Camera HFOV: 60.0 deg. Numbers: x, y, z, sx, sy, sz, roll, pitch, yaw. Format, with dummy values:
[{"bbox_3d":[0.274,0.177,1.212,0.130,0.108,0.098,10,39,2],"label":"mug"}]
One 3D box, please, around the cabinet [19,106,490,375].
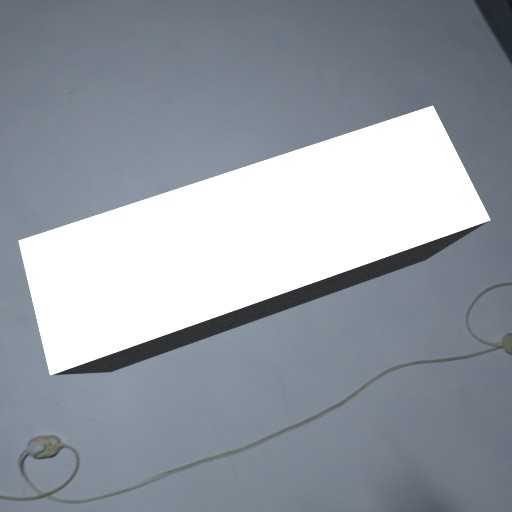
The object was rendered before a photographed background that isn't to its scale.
[{"bbox_3d":[0.000,0.000,1.996,1.649,0.780,0.500,-19,77,-5],"label":"cabinet"}]
